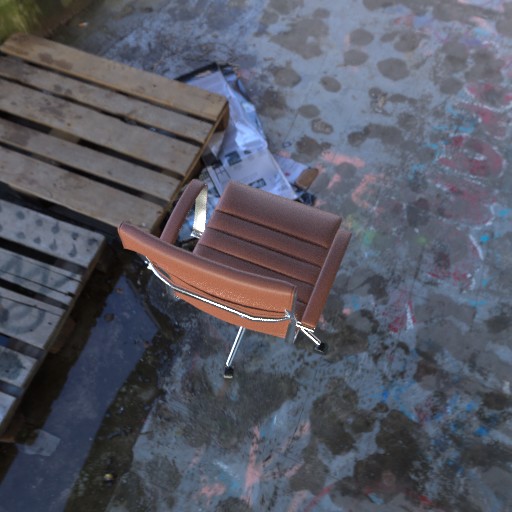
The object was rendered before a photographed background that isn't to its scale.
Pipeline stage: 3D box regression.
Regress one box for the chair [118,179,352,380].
[{"bbox_3d":[0.000,0.000,1.629,0.766,1.149,0.739,20,65,10],"label":"chair"}]
